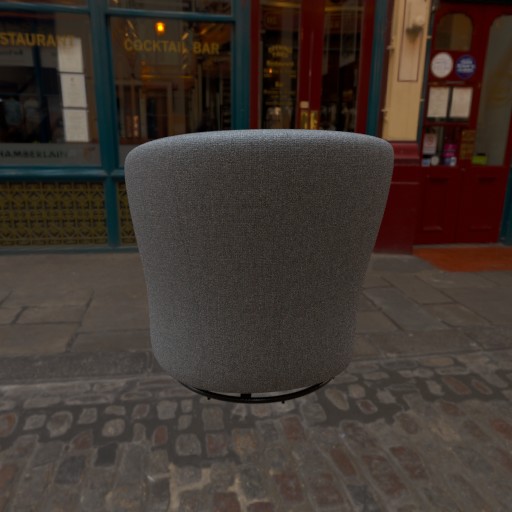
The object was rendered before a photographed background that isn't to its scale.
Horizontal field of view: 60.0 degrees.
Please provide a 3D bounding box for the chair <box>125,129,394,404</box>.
[{"bbox_3d":[0.000,0.000,1.440,0.791,0.771,0.815,-2,14,-10],"label":"chair"}]
